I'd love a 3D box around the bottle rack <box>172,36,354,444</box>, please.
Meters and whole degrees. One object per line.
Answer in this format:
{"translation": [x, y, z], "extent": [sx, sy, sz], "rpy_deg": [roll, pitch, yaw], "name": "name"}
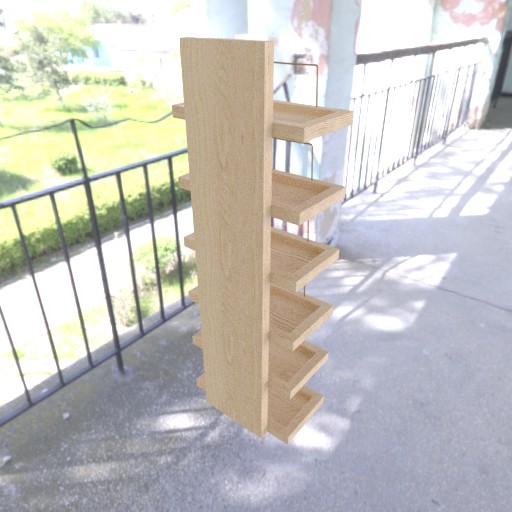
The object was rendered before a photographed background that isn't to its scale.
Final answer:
{"translation": [0.000, 0.000, 1.061], "extent": [0.330, 0.943, 0.206], "rpy_deg": [21, 36, 33], "name": "bottle rack"}
